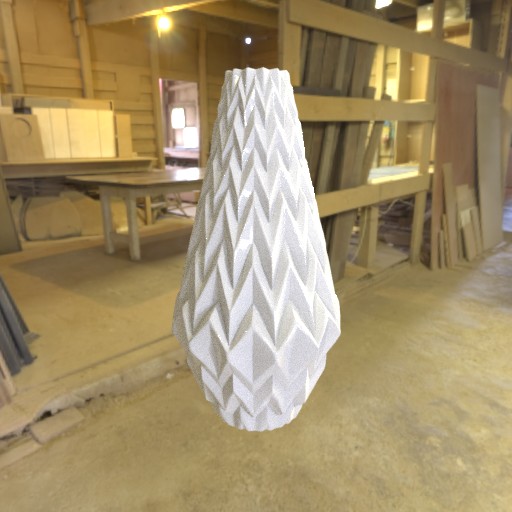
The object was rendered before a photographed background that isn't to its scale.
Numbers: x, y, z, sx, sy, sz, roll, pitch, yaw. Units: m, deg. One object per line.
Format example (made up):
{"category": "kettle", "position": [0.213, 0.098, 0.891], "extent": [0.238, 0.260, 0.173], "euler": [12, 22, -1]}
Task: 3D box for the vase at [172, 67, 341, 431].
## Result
{"category": "vase", "position": [0.000, 0.000, 0.424], "extent": [0.167, 0.328, 0.167], "euler": [0, 15, 0]}
